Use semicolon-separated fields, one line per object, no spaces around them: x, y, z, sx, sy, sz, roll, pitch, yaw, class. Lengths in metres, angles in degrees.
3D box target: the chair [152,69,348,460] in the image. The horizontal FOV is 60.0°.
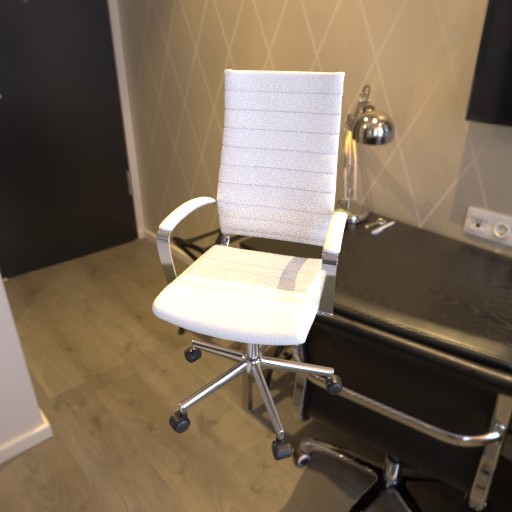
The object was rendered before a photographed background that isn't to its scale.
0.000;0.000;1.535;0.679;1.149;0.679;8;28;16;chair
